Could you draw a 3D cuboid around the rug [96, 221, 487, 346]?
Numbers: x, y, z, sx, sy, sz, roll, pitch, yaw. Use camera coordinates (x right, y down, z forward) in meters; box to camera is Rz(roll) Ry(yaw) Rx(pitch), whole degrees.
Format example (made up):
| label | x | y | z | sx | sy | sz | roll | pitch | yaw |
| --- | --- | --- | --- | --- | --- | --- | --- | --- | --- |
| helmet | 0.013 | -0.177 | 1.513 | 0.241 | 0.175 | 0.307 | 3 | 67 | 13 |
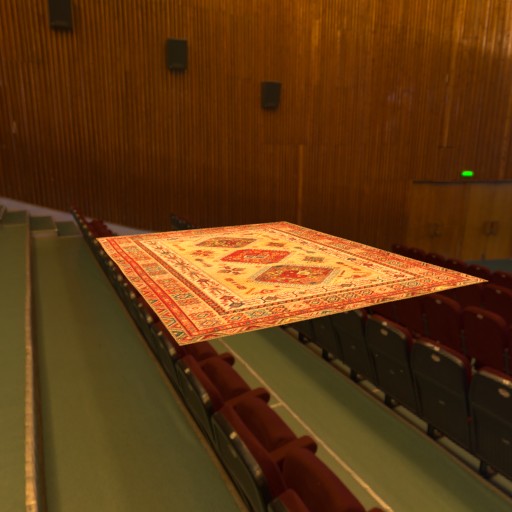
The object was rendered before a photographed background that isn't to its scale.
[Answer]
| label | x | y | z | sx | sy | sz | roll | pitch | yaw |
| --- | --- | --- | --- | --- | --- | --- | --- | --- | --- |
| rug | 0.000 | 0.000 | 4.176 | 2.460 | 0.005 | 3.067 | -7 | 16 | -26 |
